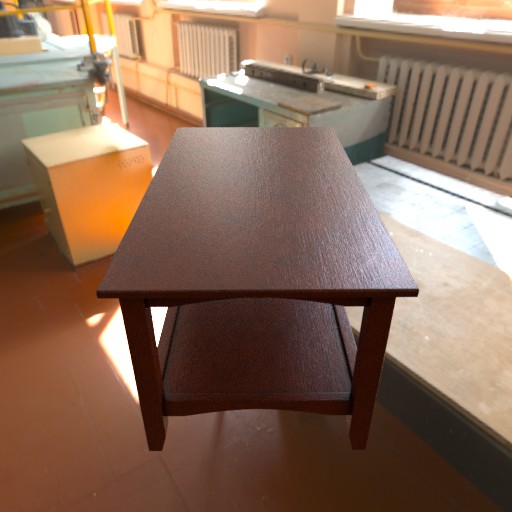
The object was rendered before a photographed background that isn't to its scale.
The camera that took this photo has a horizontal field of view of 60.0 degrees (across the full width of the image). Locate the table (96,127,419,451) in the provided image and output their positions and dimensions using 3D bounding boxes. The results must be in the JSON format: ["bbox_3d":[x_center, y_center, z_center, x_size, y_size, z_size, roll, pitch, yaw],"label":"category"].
[{"bbox_3d":[0.000,0.000,1.245,0.533,0.456,0.943,0,32,0],"label":"table"}]
